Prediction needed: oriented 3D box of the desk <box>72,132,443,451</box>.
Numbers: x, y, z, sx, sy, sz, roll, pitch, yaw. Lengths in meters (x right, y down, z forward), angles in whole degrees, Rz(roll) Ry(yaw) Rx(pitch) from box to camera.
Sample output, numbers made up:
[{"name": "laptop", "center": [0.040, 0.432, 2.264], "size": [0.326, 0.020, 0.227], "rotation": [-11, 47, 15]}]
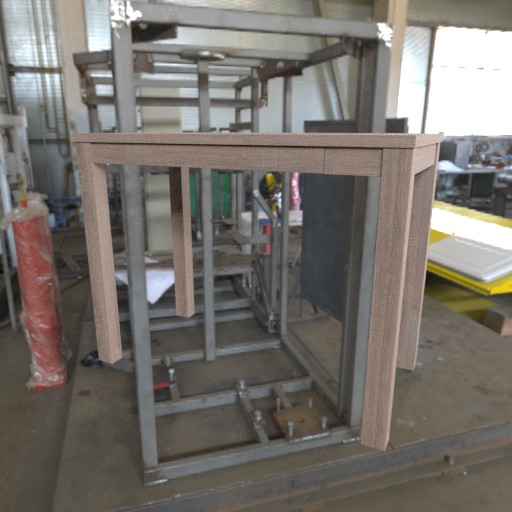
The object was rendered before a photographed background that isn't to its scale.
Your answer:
[{"name": "desk", "center": [0.000, 0.000, 1.429], "size": [0.991, 0.762, 0.495], "rotation": [8, 18, 27]}]
